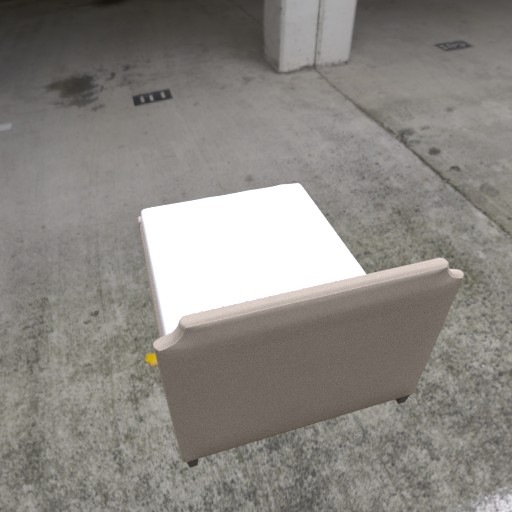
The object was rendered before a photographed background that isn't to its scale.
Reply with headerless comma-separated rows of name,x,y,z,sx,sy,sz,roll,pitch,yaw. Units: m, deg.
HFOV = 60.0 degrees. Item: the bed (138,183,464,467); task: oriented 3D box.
bed,0.000,0.000,3.474,1.713,1.443,2.372,-12,42,-13
